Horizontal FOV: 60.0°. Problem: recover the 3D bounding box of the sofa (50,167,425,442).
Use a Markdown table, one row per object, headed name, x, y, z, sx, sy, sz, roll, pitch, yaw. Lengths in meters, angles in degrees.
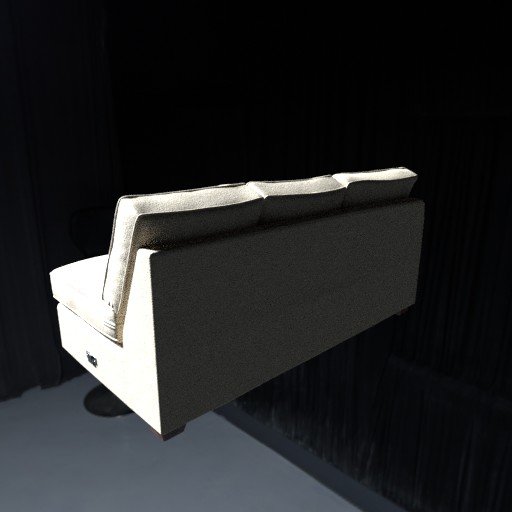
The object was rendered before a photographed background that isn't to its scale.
| name | x | y | z | sx | sy | sz | roll | pitch | yaw |
| --- | --- | --- | --- | --- | --- | --- | --- | --- | --- |
| sofa | 0.000 | 0.000 | 2.527 | 1.962 | 0.946 | 1.034 | -15 | 21 | -41 |
